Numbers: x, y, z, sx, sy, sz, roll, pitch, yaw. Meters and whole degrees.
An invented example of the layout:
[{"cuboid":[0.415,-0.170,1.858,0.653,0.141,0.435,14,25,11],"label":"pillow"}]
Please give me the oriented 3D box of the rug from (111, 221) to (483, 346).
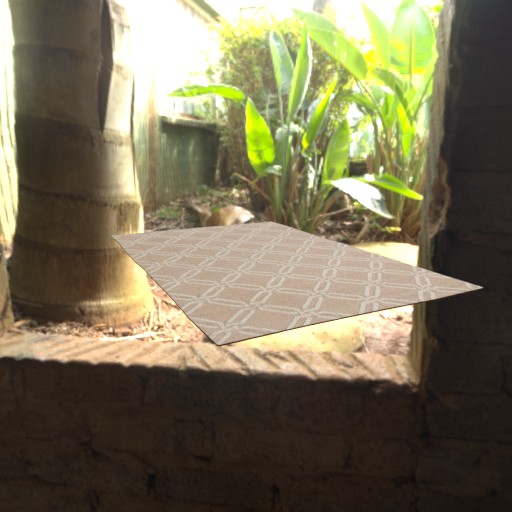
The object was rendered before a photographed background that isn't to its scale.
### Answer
[{"cuboid":[0.000,0.000,2.244,1.146,0.010,1.745,-7,16,-26],"label":"rug"}]
